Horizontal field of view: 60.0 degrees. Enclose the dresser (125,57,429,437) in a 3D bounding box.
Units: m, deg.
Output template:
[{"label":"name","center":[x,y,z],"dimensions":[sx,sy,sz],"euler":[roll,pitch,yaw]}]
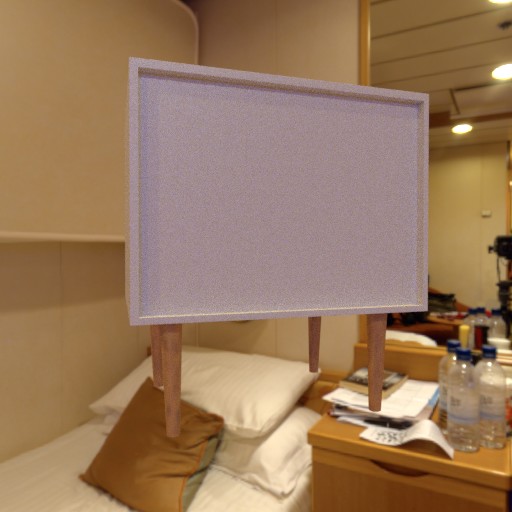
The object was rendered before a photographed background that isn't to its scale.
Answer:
[{"label":"dresser","center":[0.000,0.000,0.899],"dimensions":[0.503,0.568,0.414],"euler":[0,1,-17]}]
